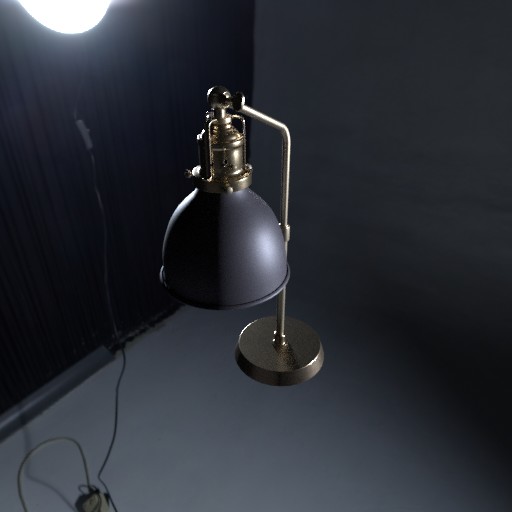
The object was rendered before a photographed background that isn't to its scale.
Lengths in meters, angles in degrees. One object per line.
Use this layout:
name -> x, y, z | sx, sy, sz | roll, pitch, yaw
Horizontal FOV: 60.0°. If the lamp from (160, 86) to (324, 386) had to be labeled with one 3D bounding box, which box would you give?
lamp -> 0.000, 0.000, 0.601 | 0.160, 0.456, 0.291 | 20, 36, 29
